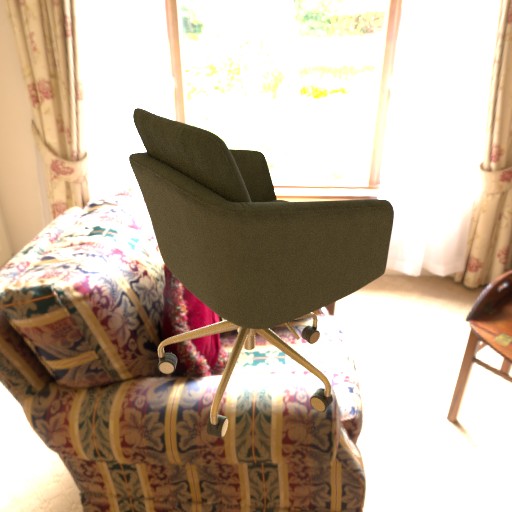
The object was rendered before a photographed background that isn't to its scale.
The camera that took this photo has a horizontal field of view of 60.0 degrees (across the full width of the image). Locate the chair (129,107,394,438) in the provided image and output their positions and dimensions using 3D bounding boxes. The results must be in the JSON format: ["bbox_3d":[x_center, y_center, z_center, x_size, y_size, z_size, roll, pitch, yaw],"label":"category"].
[{"bbox_3d":[0.000,0.000,1.402,0.635,0.908,0.641,-18,32,-31],"label":"chair"}]
